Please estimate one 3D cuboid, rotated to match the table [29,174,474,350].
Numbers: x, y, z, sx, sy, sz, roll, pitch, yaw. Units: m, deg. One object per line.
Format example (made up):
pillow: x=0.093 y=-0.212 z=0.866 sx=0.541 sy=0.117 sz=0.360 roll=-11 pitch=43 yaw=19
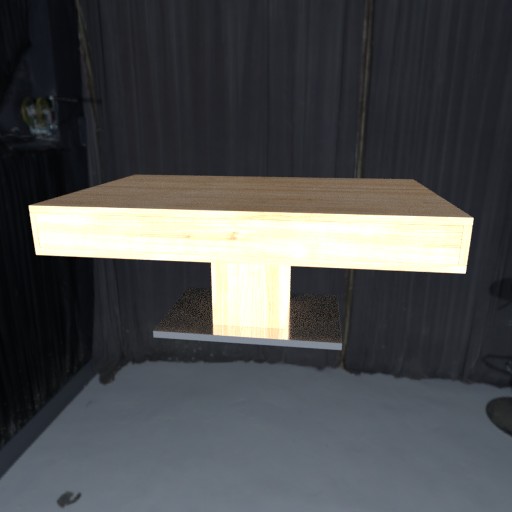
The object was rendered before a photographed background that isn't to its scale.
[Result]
table: x=0.000 y=0.000 z=1.478 sx=1.100 sy=0.440 sz=0.700 roll=2 pitch=17 yaw=8
